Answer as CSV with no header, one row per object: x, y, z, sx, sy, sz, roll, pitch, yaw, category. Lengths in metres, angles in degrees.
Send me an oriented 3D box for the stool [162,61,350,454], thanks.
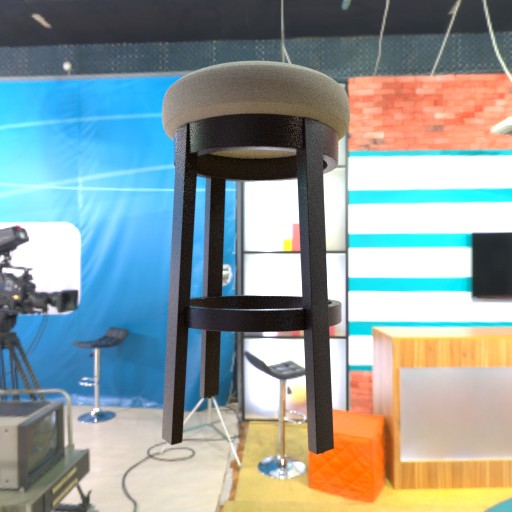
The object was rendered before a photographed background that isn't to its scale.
0.000,0.000,1.025,0.446,0.758,0.446,0,-1,0,stool
